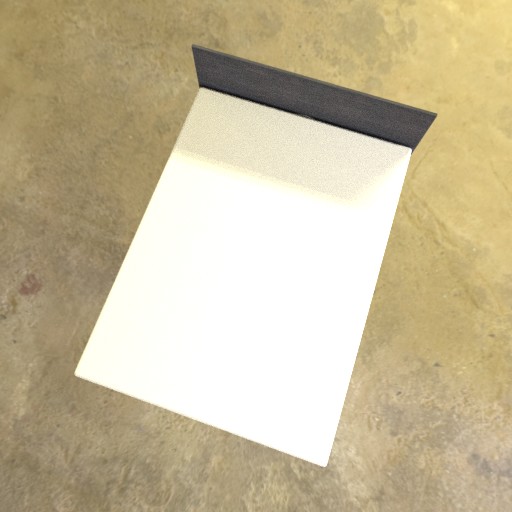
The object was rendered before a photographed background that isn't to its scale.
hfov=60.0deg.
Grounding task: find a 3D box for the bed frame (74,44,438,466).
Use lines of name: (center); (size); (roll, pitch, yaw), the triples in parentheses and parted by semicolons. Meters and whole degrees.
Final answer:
bed frame: (0.000, 0.000, 2.556); (1.400, 0.800, 1.900); (18, 74, 5)
